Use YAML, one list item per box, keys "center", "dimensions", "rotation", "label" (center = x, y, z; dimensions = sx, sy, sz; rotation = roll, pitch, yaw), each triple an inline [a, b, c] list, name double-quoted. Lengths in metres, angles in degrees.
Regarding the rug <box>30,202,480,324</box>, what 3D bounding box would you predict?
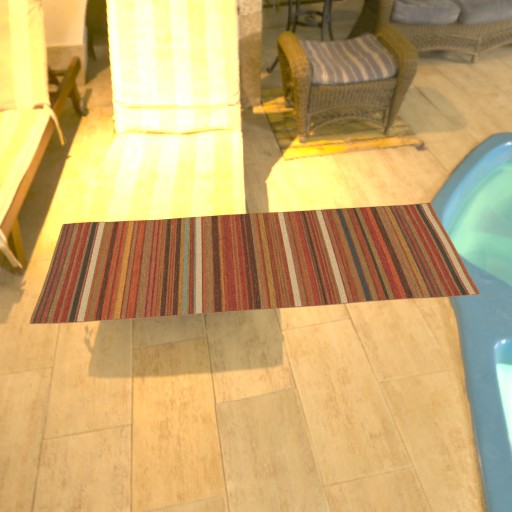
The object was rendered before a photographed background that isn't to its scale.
- center: [0.000, 0.000, 2.660]
  dimensions: [2.444, 0.030, 0.799]
  rotation: [-4, 46, -3]
  label: "rug"
